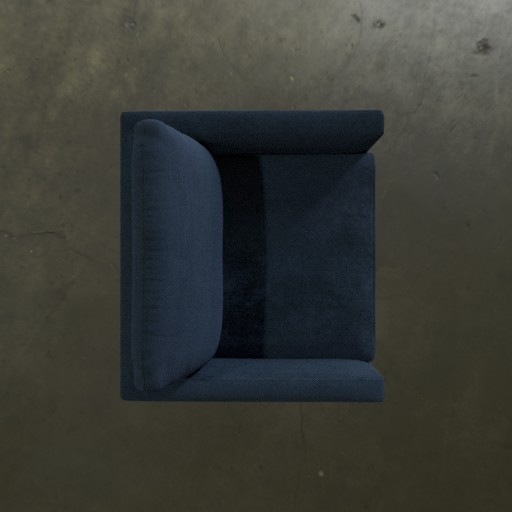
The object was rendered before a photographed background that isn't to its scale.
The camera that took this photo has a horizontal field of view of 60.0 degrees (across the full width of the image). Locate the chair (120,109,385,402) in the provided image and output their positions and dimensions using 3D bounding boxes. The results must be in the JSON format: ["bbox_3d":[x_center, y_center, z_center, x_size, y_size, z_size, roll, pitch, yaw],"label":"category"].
[{"bbox_3d":[0.000,0.000,1.627,0.875,0.812,0.964,0,90,1],"label":"chair"}]
